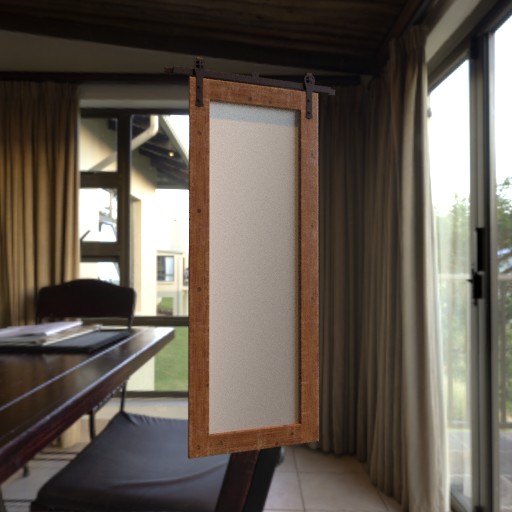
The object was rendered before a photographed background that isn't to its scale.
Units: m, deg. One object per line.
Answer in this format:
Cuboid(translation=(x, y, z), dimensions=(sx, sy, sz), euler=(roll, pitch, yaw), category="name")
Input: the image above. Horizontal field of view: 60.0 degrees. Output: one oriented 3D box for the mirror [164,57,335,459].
Cuboid(translation=(0.000, 0.000, 2.078), dimensions=(0.847, 1.793, 0.042), euler=(0, -1, -18), category="mirror")
